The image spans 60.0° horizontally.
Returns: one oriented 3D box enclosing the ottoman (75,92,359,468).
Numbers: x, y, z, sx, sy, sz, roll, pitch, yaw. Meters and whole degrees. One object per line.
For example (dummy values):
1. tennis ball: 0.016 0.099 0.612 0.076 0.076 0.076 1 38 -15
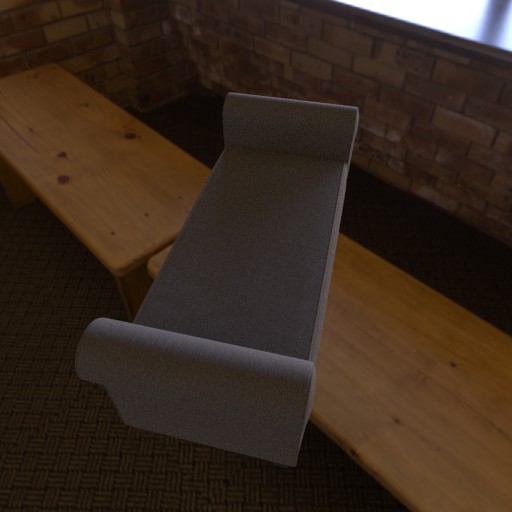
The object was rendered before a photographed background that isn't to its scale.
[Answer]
1. ottoman: 0.000 0.000 1.495 0.521 0.547 1.256 10 47 9
